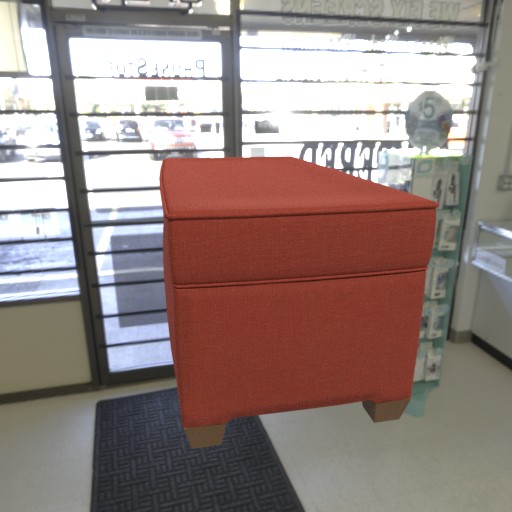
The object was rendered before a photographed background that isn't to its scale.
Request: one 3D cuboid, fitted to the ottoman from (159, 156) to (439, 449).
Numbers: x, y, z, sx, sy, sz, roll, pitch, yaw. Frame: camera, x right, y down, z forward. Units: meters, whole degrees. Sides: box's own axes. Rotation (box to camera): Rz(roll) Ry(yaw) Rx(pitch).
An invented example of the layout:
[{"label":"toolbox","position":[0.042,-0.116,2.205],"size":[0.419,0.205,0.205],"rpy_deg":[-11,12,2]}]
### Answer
[{"label":"ottoman","position":[0.000,0.000,1.215],"size":[0.497,0.454,0.948],"rpy_deg":[-4,18,-11]}]
